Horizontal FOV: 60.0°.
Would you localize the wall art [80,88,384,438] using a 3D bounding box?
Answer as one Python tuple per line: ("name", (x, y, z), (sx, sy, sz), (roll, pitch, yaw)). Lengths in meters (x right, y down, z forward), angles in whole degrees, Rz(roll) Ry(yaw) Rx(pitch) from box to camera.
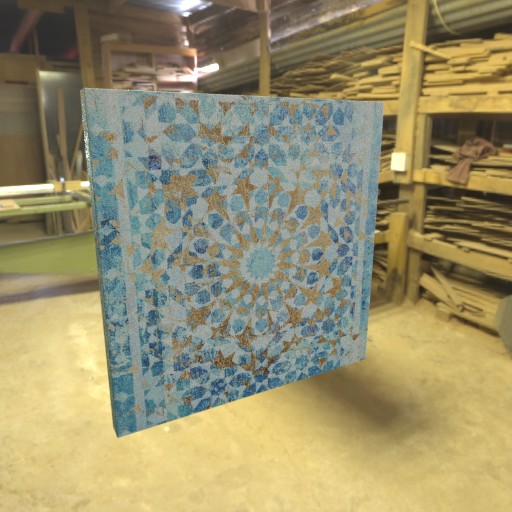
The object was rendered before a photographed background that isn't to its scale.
("wall art", (0.000, 0.000, 0.899), (0.609, 0.609, 0.040), (-8, 17, -28))
